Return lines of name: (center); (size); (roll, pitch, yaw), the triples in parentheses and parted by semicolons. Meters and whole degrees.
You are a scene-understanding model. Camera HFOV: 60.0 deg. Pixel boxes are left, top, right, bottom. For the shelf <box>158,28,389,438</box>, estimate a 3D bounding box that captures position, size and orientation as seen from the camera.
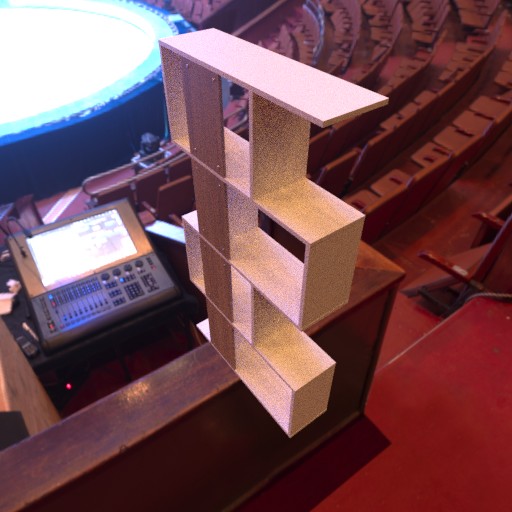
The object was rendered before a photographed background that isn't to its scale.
shelf: (0.000, 0.000, 1.979); (0.250, 1.650, 0.890); (-26, 48, -27)
